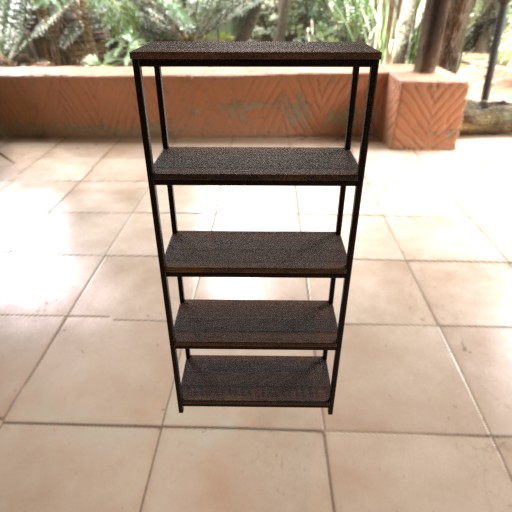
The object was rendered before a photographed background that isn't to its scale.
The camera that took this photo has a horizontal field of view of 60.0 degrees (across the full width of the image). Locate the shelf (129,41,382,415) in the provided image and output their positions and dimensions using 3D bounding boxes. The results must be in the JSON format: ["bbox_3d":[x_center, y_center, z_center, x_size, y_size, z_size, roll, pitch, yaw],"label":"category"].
[{"bbox_3d":[0.000,0.000,2.165,0.874,1.860,0.359,0,31,1],"label":"shelf"}]
